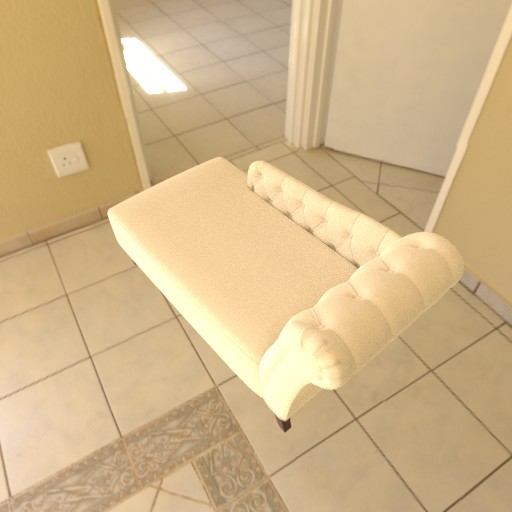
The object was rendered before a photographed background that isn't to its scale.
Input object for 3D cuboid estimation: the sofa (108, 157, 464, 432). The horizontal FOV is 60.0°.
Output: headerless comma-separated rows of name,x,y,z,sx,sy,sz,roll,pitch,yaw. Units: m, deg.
sofa,0.000,0.000,1.839,0.675,0.787,1.379,-32,55,-26
